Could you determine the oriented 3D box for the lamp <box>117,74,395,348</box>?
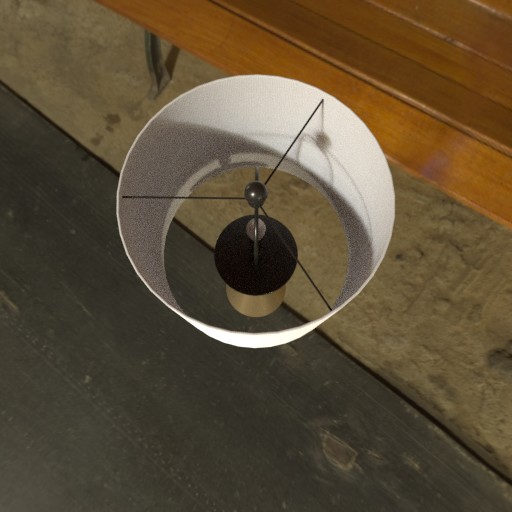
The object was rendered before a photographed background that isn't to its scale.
[{"bbox_3d":[0.000,0.000,0.742,0.304,0.573,0.304,1,75,0],"label":"lamp"}]
